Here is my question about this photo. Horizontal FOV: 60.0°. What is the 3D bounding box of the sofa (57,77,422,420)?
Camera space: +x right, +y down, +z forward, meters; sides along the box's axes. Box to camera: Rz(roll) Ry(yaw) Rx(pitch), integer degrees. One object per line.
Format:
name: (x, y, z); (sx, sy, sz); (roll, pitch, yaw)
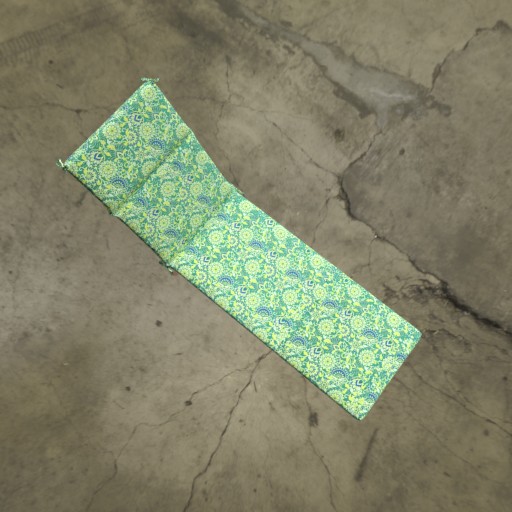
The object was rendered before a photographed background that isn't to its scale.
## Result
sofa: (0.000, 0.000, 1.975); (1.663, 0.622, 0.582); (38, 78, 9)
